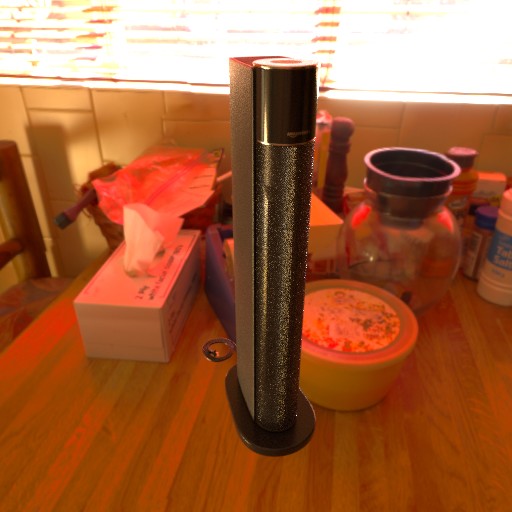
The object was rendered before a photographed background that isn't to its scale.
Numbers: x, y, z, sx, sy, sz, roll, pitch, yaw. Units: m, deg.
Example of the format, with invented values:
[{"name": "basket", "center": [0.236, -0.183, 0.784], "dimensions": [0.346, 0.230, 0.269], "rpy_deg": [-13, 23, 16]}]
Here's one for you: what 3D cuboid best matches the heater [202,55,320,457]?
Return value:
[{"name": "heater", "center": [0.000, 0.000, 1.031], "dimensions": [0.214, 0.856, 0.458], "rpy_deg": [-10, 31, -17]}]
